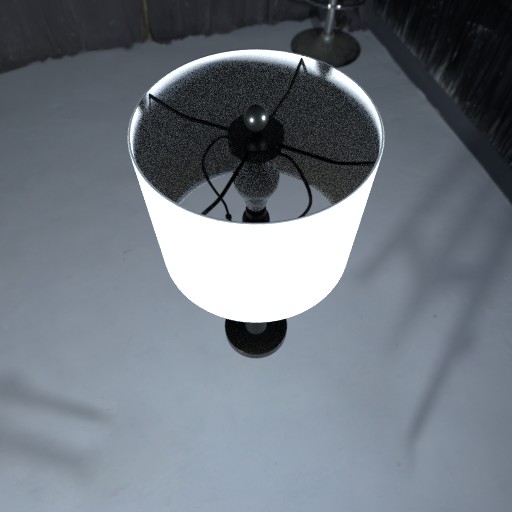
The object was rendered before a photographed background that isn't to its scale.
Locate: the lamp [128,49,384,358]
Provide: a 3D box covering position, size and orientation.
[{"bbox_3d":[0.000,0.000,0.781,0.305,0.640,0.305,-16,59,-10],"label":"lamp"}]
